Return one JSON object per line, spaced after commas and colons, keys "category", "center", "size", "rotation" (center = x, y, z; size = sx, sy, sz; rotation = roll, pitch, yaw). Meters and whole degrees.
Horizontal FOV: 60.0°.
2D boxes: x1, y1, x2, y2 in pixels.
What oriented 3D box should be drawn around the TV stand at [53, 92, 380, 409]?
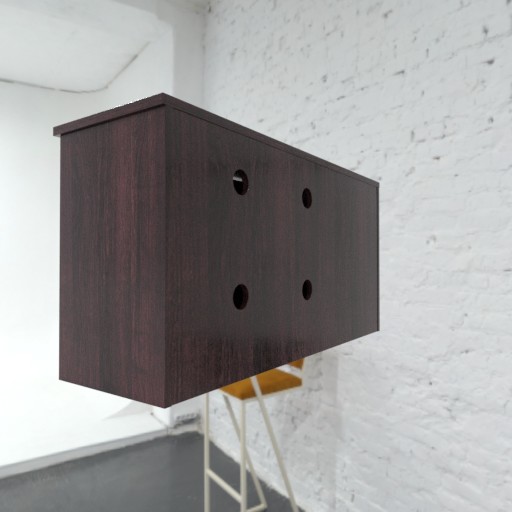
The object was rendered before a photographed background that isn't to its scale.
{"category": "TV stand", "center": [0.000, 0.000, 1.452], "size": [0.404, 0.614, 1.192], "rotation": [-1, -1, 35]}
